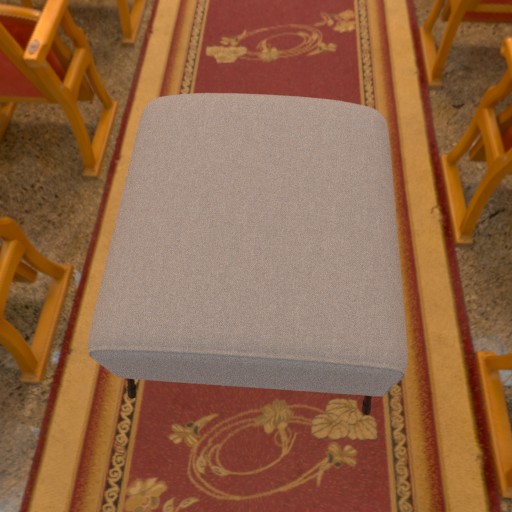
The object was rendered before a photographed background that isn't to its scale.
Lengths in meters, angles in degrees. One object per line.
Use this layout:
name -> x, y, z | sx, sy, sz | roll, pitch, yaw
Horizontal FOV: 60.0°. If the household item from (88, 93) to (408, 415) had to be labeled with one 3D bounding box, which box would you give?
household item -> 0.000, 0.000, 0.895 | 0.530, 0.410, 0.530 | 3, 64, 2
